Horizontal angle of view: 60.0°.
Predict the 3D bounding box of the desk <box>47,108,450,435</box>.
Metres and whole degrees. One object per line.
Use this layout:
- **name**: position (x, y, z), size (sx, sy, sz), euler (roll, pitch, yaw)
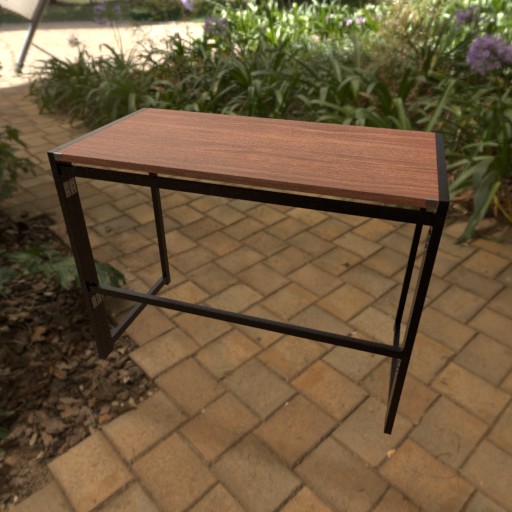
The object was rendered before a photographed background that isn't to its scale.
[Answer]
- **desk**: position (0.000, 0.000, 1.457), size (1.016, 0.762, 0.508), euler (10, 33, 15)
